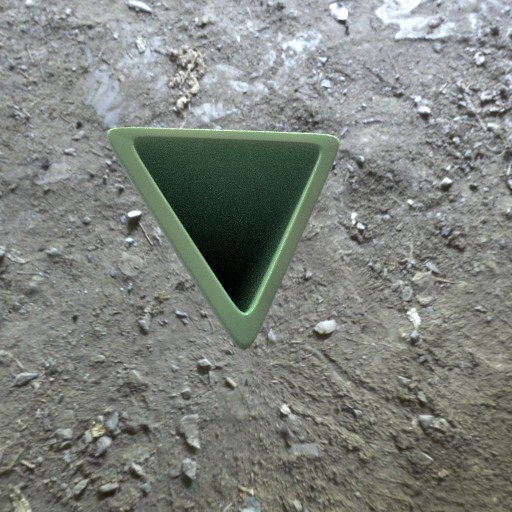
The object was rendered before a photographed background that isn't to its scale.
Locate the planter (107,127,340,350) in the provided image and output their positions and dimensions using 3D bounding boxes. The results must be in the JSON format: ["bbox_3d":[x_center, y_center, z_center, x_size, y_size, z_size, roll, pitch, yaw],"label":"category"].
[{"bbox_3d":[0.000,0.000,0.219,0.064,0.178,0.080,-32,78,-8],"label":"planter"}]
